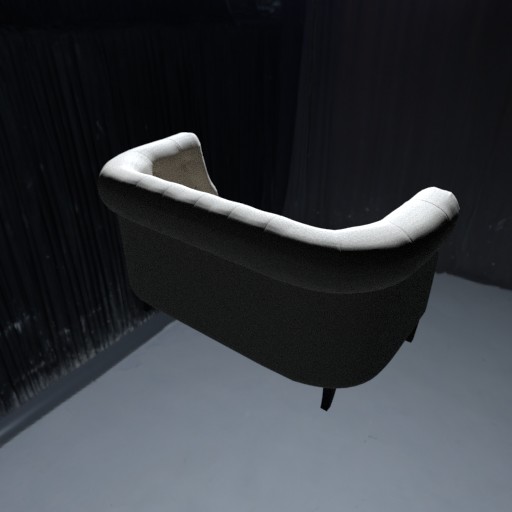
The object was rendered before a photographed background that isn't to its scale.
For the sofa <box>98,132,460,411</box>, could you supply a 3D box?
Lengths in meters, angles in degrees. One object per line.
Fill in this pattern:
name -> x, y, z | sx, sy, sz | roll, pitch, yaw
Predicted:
sofa -> 0.000, 0.000, 2.076 | 1.558, 0.827, 0.835 | 21, 36, 31
